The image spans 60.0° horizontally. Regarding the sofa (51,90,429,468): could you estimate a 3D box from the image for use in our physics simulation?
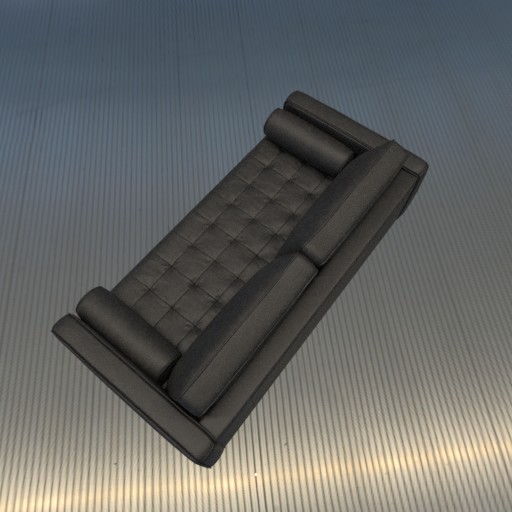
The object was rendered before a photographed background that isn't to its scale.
[{"bbox_3d":[0.000,0.000,2.317,0.921,0.770,1.879,35,69,16],"label":"sofa"}]
